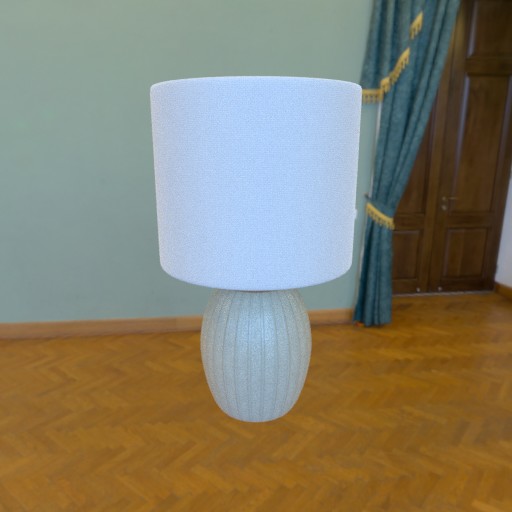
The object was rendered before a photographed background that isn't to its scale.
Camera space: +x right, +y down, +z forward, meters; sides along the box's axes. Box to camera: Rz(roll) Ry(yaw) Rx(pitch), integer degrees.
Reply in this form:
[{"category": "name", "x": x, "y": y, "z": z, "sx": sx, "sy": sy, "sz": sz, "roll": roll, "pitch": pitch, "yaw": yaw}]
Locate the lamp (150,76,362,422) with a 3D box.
[{"category": "lamp", "x": 0.000, "y": 0.000, "z": 0.775, "sx": 0.329, "sy": 0.570, "sz": 0.329, "roll": -2, "pitch": 16, "yaw": -7}]
